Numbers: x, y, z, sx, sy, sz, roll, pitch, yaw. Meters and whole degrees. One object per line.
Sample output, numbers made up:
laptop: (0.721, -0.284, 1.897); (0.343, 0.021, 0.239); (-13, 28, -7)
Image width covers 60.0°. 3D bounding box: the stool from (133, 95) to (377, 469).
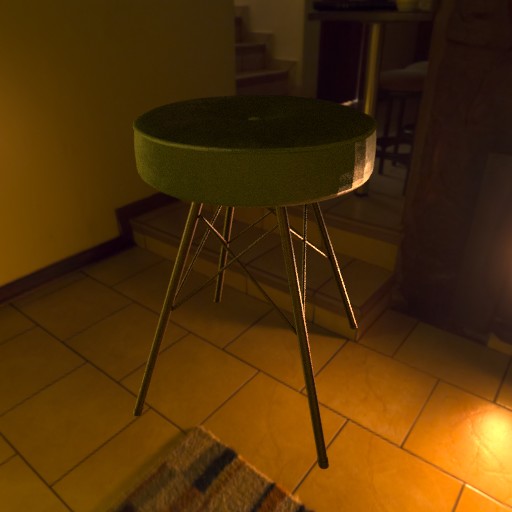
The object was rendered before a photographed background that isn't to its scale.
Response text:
stool: (0.000, 0.000, 0.926); (0.430, 0.595, 0.457); (9, 30, 16)
